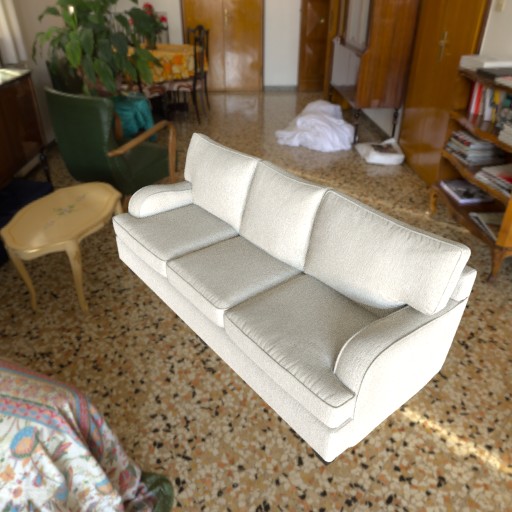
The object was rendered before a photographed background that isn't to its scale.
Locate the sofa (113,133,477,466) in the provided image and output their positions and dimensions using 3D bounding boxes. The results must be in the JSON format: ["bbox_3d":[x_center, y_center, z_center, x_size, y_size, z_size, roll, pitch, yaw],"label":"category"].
[{"bbox_3d":[0.000,0.000,2.837,1.016,0.991,2.323,-22,38,-32],"label":"sofa"}]
